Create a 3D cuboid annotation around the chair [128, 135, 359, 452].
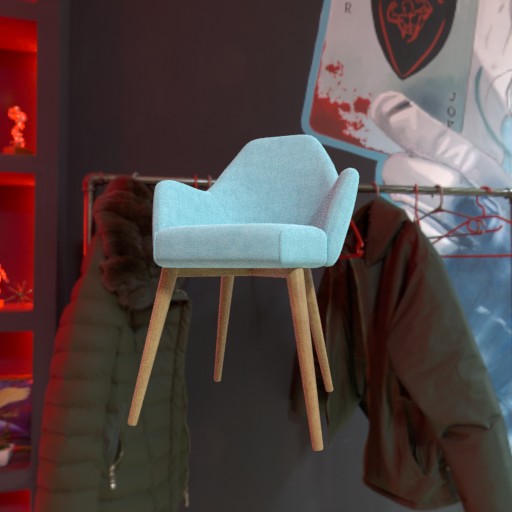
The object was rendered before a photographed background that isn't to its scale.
[{"bbox_3d":[0.000,0.000,1.277,0.590,0.840,0.610,0,-1,19],"label":"chair"}]
